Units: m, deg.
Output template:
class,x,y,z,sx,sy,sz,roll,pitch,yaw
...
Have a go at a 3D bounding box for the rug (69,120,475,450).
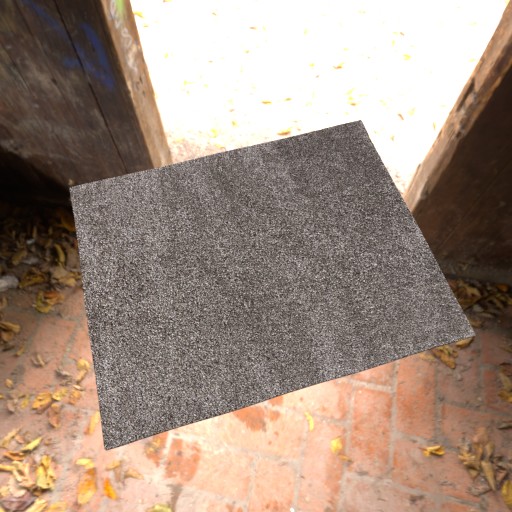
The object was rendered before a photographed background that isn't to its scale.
class,x,y,z,sx,sy,sz,roll,pitch,yaw
rug,0.000,0.000,3.910,3.000,0.025,2.401,-15,65,-7
